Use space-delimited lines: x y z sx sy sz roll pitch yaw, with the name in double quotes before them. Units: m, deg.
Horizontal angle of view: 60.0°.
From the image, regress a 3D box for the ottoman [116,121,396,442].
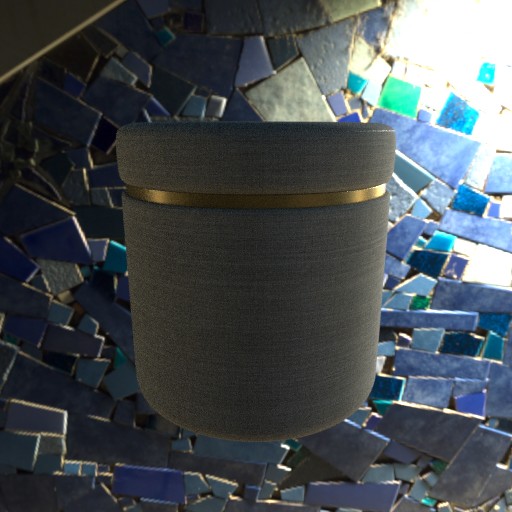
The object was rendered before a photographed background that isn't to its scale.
"ottoman" 0.000 0.000 0.709 0.400 0.406 0.400 0 16 0
